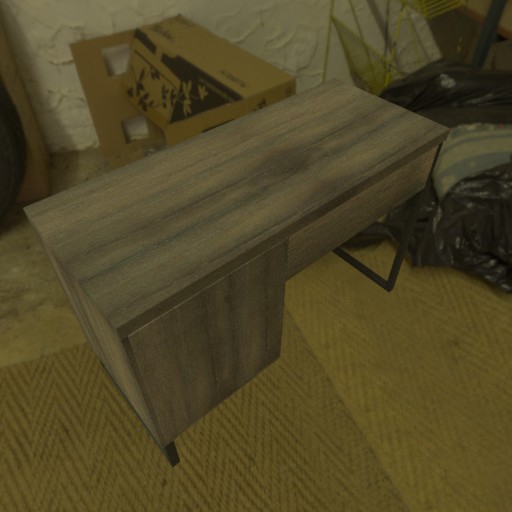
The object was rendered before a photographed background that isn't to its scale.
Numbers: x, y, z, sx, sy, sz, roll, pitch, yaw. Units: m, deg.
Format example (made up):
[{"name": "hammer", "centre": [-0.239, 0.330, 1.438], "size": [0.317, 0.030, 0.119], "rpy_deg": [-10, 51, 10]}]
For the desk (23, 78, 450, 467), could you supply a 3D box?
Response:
[{"name": "desk", "centre": [0.000, 0.000, 1.501], "size": [1.134, 0.752, 0.511], "rpy_deg": [-32, 53, -27]}]
